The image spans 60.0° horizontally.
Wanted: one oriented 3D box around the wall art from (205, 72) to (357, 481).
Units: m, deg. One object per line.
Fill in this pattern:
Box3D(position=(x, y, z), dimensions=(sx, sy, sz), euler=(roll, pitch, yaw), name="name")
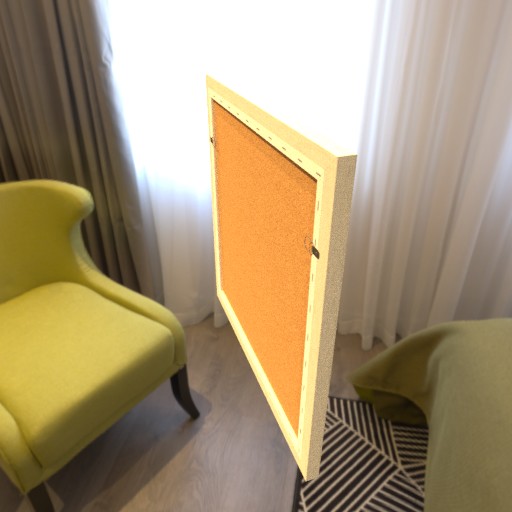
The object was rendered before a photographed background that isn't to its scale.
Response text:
Box3D(position=(0.000, 0.000, 1.501), dimensions=(0.045, 1.016, 1.016), euler=(-10, 33, -17), name="wall art")
